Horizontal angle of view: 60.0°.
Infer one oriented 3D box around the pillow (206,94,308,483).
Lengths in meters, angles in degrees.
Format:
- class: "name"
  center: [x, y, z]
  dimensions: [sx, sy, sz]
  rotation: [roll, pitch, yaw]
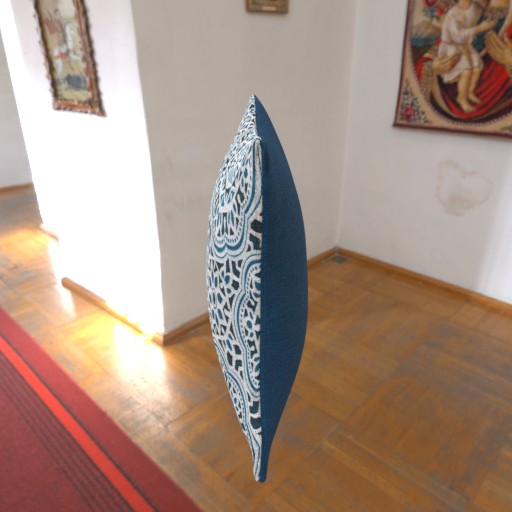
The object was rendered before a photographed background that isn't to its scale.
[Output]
- class: "pillow"
  center: [0.000, 0.000, 0.655]
  dimensions: [0.145, 0.420, 0.440]
  rotation: [0, 26, -1]
